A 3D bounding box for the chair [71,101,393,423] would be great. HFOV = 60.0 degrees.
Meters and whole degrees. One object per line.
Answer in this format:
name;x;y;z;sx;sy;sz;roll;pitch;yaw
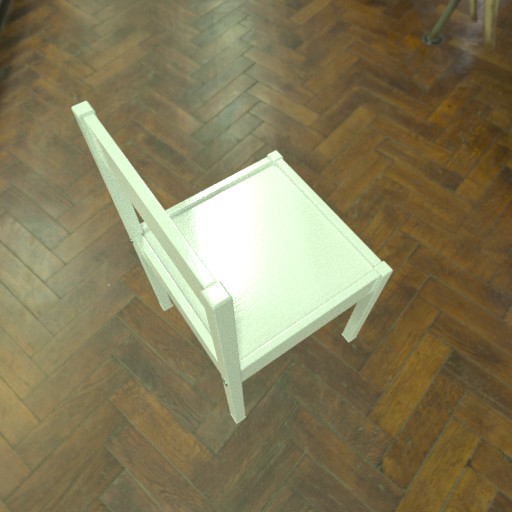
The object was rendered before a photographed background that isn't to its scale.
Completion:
chair;0.000;0.000;0.669;0.285;0.505;0.285;-31;64;-17
